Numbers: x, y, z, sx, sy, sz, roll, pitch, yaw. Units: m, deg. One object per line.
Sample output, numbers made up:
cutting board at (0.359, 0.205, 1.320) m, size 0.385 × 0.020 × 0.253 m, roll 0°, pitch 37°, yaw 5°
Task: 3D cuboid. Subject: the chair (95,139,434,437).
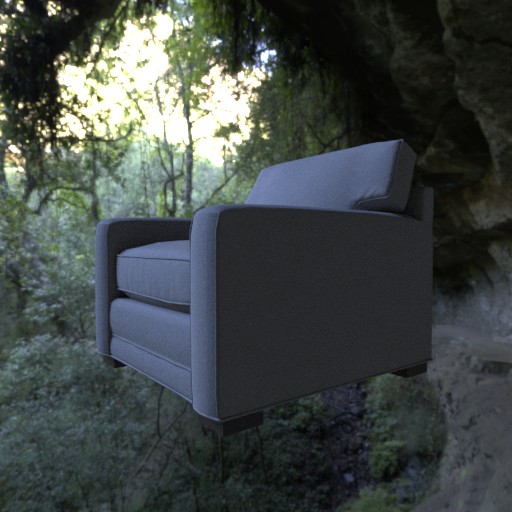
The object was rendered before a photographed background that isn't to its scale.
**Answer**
chair at (0.000, 0.000, 1.849) m, size 1.044 × 0.934 × 0.999 m, roll -1°, pitch 2°, yaw -37°
